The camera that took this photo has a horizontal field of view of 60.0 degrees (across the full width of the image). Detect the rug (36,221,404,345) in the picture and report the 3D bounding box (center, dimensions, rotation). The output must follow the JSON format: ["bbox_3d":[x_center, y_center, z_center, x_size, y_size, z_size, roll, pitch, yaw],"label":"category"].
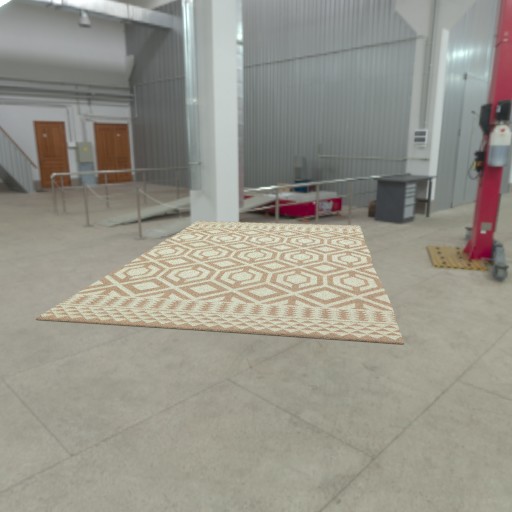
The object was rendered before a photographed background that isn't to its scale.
[{"bbox_3d":[0.000,0.000,2.937,1.526,0.011,2.435,2,15,9],"label":"rug"}]
